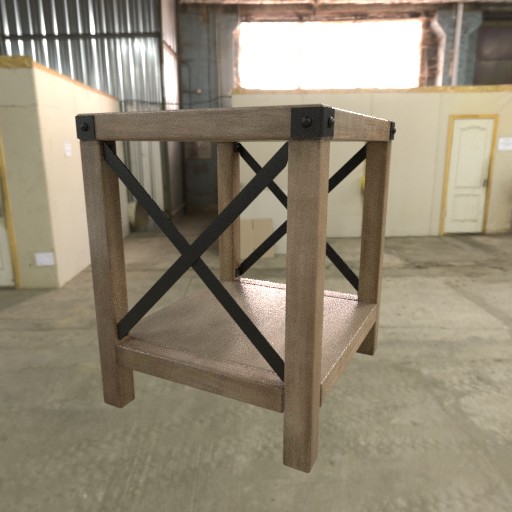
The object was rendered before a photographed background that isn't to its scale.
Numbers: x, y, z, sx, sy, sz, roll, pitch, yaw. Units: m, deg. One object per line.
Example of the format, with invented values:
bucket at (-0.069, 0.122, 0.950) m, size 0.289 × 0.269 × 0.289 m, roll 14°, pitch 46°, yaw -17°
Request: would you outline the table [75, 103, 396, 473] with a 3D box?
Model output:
table at (0.000, 0.000, 0.940) m, size 0.459 × 0.561 × 0.510 m, roll 7°, pitch 16°, yaw 26°
